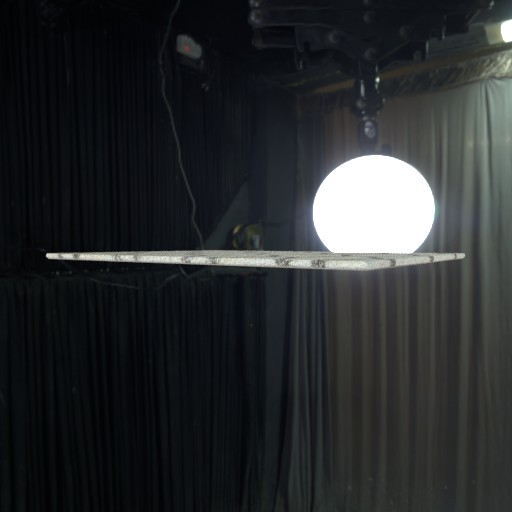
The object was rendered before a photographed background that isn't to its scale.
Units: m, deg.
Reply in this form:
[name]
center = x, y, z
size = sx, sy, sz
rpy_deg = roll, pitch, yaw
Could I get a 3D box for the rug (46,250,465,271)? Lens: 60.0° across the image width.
[rug]
center = 0.000, 0.000, 2.103
size = 1.600, 0.025, 1.200
rpy_deg = 1, 2, 36
